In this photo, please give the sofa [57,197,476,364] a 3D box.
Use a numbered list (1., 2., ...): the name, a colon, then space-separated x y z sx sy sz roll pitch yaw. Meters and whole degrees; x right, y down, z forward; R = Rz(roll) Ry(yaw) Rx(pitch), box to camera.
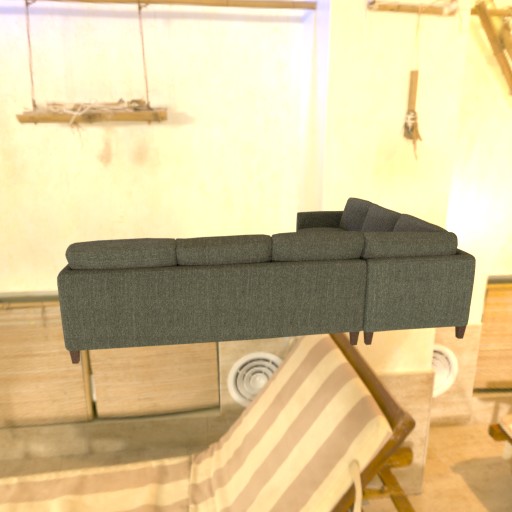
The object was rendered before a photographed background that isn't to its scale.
1. sofa: 0.000 0.000 4.645 3.302 0.947 2.593 -2 15 -8
